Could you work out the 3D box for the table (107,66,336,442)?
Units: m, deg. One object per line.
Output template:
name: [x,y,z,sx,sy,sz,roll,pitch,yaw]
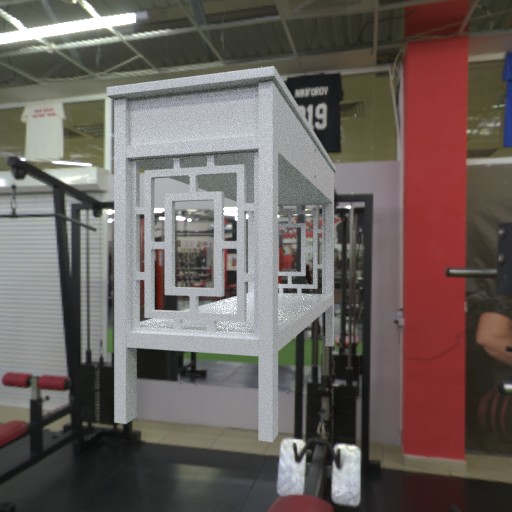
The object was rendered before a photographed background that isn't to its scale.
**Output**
table: [0.000,0.000,1.444,0.397,0.753,1.068,0,0,17]
